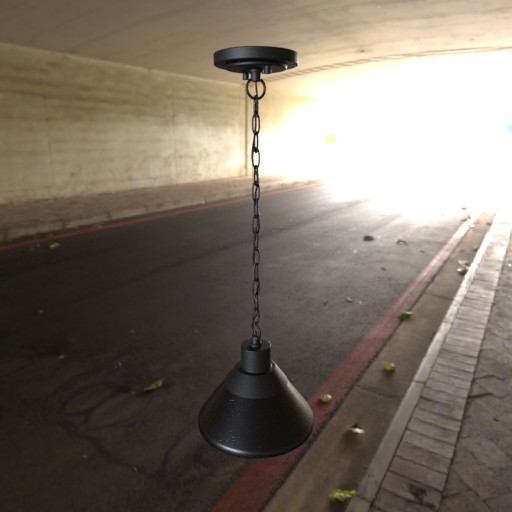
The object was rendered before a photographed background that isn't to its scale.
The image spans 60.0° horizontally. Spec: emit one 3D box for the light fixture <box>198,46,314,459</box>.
[{"bbox_3d":[0.000,0.000,0.701,0.201,0.588,0.201,-7,16,-25],"label":"light fixture"}]
